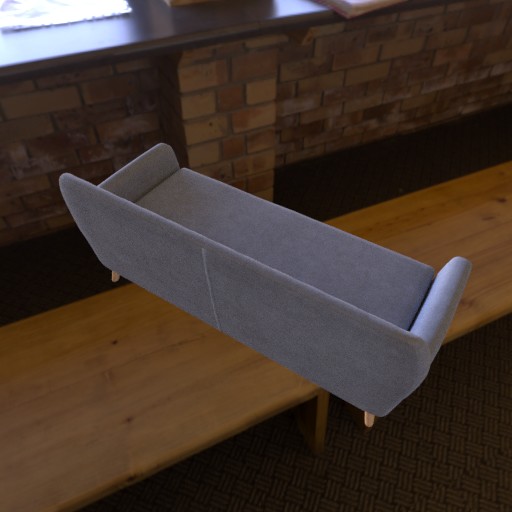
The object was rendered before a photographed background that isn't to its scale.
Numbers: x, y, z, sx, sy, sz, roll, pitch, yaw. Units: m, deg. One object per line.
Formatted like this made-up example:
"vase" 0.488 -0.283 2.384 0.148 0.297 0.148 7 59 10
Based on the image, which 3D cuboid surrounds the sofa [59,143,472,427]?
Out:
"sofa" 0.000 0.000 2.356 1.970 0.830 0.830 25 51 22
